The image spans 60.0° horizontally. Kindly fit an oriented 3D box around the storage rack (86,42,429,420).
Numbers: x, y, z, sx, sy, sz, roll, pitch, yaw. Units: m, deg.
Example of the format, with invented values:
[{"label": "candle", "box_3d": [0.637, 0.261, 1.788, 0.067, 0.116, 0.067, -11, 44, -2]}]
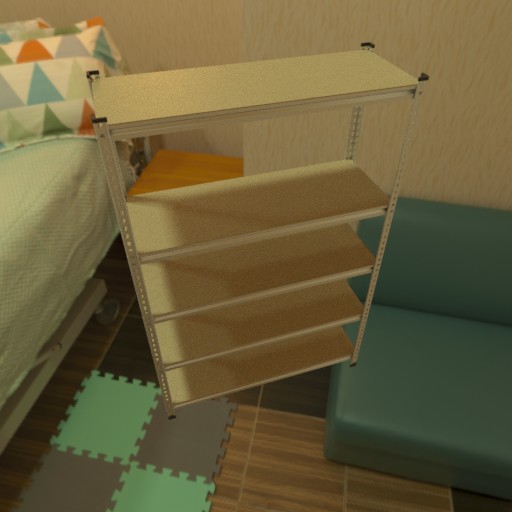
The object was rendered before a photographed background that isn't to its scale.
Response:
[{"label": "storage rack", "box_3d": [0.000, 0.000, 2.275, 1.219, 1.829, 0.457, -12, 43, -13]}]
